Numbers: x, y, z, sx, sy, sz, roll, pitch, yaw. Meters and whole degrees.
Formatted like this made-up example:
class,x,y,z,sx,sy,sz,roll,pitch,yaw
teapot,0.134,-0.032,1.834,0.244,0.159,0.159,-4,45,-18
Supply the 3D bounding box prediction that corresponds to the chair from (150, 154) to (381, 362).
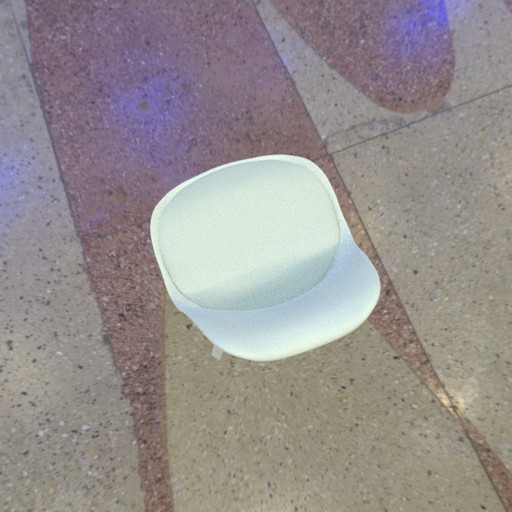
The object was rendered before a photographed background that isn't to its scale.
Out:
class,x,y,z,sx,sy,sz,roll,pitch,yaw
chair,0.000,0.000,1.177,0.485,0.850,0.550,-19,77,-5
